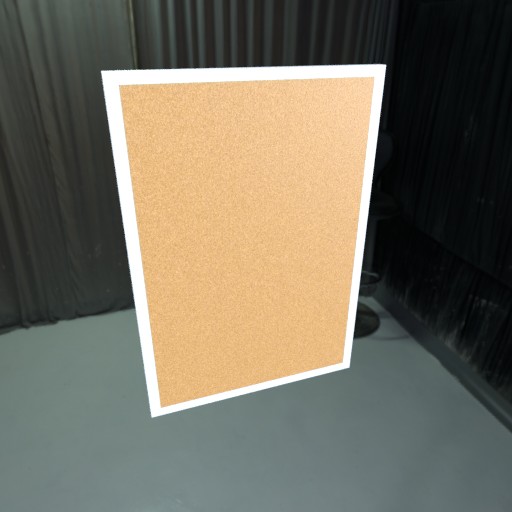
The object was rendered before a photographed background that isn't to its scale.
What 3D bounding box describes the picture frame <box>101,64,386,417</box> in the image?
[{"bbox_3d":[0.000,0.000,0.554,0.305,0.434,0.013,-9,28,-17],"label":"picture frame"}]
